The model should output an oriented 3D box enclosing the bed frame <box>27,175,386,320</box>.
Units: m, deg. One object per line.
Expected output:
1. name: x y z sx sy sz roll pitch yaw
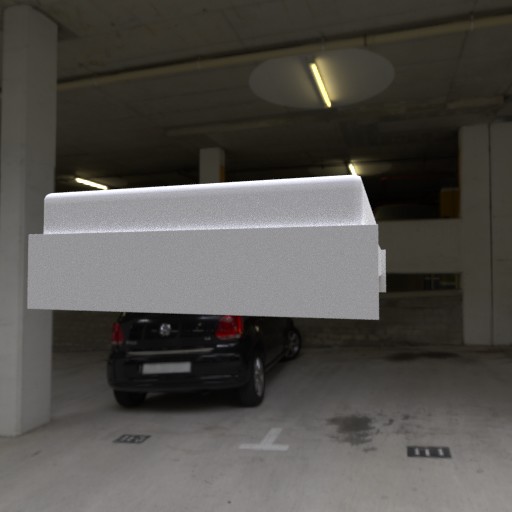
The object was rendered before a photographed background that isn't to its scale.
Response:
1. bed frame: 0.000 0.000 2.616 1.445 0.497 1.945 -1 -2 17
